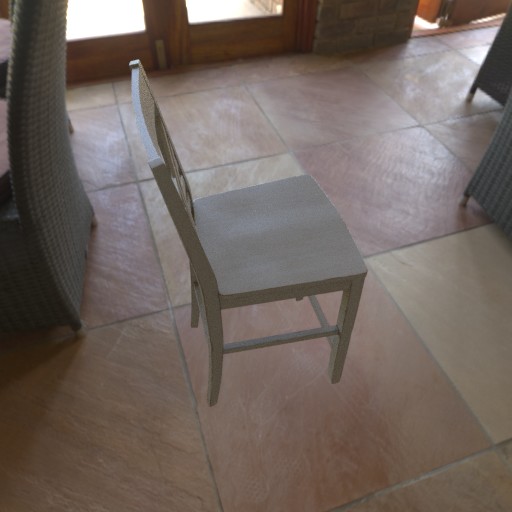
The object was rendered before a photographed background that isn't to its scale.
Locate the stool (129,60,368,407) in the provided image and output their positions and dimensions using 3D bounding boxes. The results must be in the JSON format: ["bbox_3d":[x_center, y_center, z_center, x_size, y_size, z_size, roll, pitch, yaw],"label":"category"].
[{"bbox_3d":[0.000,0.000,1.373,0.539,1.079,0.462,-12,48,-11],"label":"stool"}]
